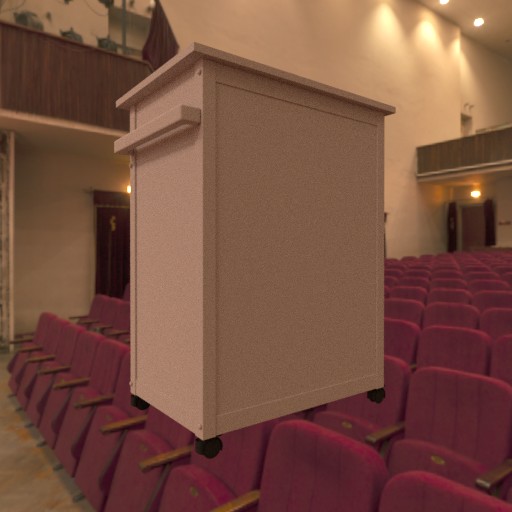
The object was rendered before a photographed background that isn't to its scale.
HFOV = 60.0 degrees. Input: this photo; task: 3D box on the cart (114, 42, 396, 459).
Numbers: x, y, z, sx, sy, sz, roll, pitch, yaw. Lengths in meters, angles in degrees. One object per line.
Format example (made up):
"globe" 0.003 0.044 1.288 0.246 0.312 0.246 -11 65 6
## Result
"cart" 0.000 0.000 1.260 0.683 0.864 0.442 0 1 -37
